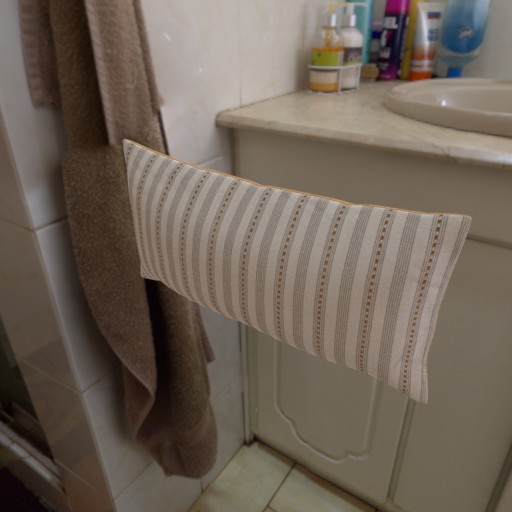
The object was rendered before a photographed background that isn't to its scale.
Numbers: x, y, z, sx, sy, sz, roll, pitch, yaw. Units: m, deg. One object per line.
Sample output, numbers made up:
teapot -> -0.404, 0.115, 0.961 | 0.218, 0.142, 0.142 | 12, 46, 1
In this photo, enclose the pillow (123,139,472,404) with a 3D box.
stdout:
pillow -> 0.000, 0.000, 0.725 | 0.608, 0.291, 0.151 | 19, 34, 31
